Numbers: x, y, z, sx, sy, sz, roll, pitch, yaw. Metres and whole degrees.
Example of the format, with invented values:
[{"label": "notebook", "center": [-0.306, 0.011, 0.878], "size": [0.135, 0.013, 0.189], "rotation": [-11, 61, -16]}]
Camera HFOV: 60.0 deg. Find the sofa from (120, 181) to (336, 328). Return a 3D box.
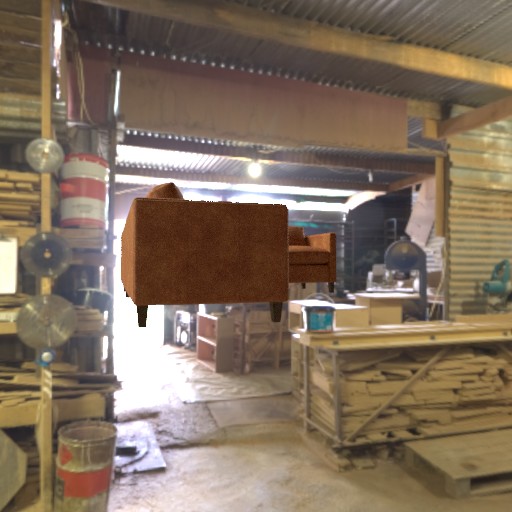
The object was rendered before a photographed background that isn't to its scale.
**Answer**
[{"label": "sofa", "center": [0.000, 0.000, 4.228], "size": [2.438, 0.838, 3.167], "rotation": [0, -1, -18]}]
